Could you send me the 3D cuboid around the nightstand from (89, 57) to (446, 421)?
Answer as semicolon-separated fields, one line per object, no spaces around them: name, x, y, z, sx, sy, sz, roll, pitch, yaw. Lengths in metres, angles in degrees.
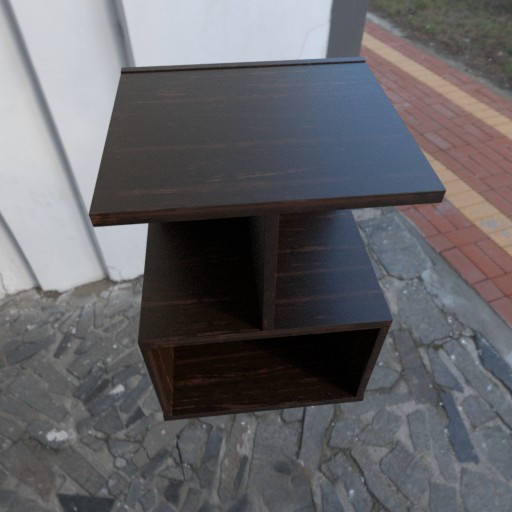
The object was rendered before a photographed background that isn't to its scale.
nightstand;0.000;0.000;0.814;0.400;0.559;0.356;-4;47;-4
